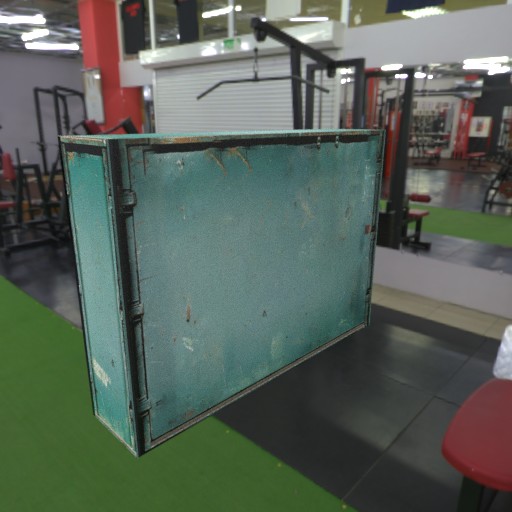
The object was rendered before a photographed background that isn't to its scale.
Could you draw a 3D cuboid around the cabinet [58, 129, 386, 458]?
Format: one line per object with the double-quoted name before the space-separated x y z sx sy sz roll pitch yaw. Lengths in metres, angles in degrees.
"cabinet" 0.000 0.000 4.012 3.001 2.160 0.680 -16 24 -42
